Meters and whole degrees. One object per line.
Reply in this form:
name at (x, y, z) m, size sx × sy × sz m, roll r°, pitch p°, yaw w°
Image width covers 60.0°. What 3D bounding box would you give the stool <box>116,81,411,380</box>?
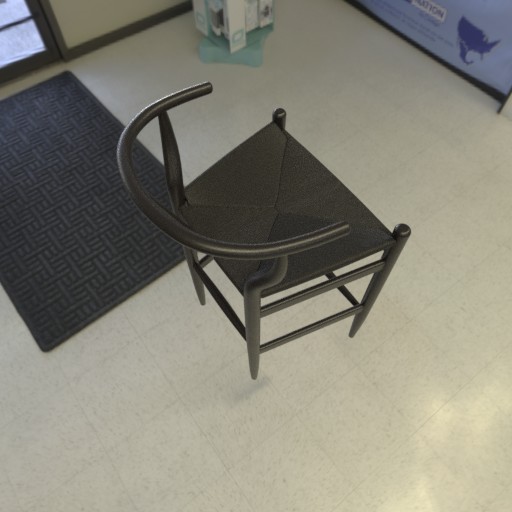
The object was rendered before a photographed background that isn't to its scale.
stool at (0.000, 0.000, 1.343) m, size 0.579 × 0.970 × 0.569 m, roll -30°, pitch 63°, yaw -17°
